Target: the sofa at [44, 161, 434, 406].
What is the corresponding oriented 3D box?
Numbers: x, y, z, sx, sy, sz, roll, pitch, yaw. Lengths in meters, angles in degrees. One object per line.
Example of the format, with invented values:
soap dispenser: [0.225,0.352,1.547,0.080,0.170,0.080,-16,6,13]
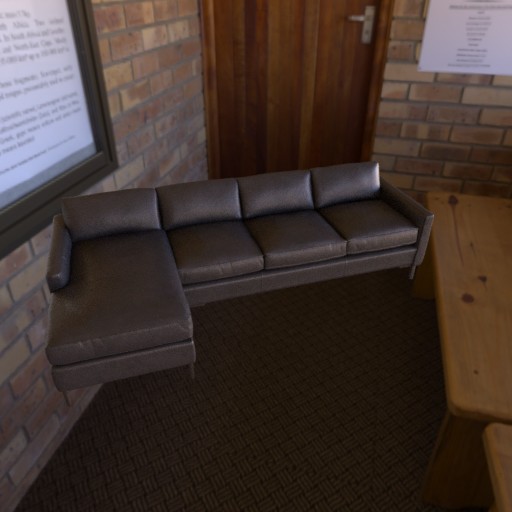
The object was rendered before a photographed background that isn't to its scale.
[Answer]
sofa: [0.000,0.000,3.481,2.993,0.859,1.471,-9,33,-15]
